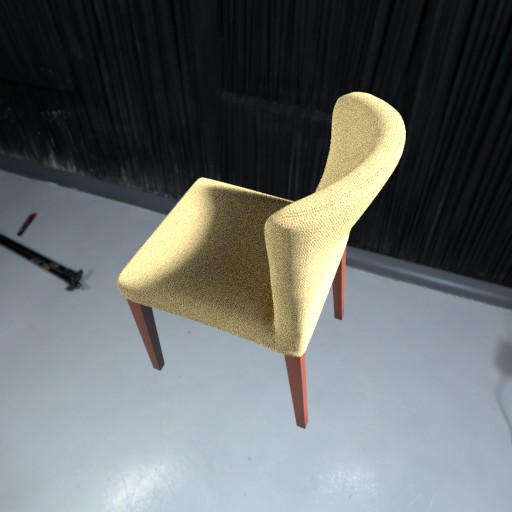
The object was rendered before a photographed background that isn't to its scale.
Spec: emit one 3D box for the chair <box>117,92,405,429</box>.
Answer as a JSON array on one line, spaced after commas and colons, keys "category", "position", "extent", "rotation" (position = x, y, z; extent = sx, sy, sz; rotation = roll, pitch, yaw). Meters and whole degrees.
[{"category": "chair", "position": [0.000, 0.000, 1.190], "extent": [0.589, 0.839, 0.491], "rotation": [16, 49, 15]}]
